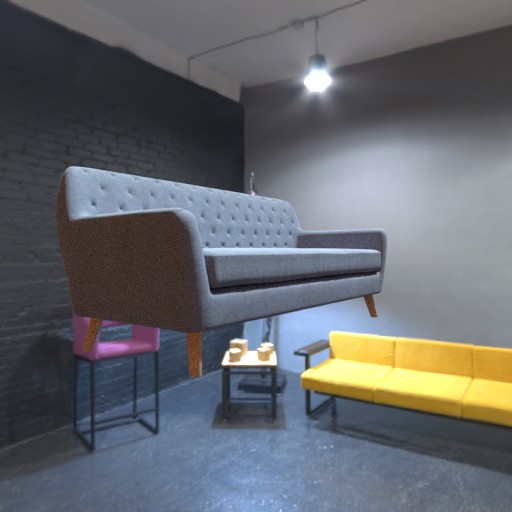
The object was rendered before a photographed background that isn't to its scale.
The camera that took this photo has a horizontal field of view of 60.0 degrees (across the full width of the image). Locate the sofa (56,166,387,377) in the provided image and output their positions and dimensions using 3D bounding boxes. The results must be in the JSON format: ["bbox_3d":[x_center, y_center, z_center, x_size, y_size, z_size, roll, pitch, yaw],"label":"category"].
[{"bbox_3d":[0.000,0.000,2.476,0.830,0.830,1.970,1,1,36],"label":"sofa"}]
